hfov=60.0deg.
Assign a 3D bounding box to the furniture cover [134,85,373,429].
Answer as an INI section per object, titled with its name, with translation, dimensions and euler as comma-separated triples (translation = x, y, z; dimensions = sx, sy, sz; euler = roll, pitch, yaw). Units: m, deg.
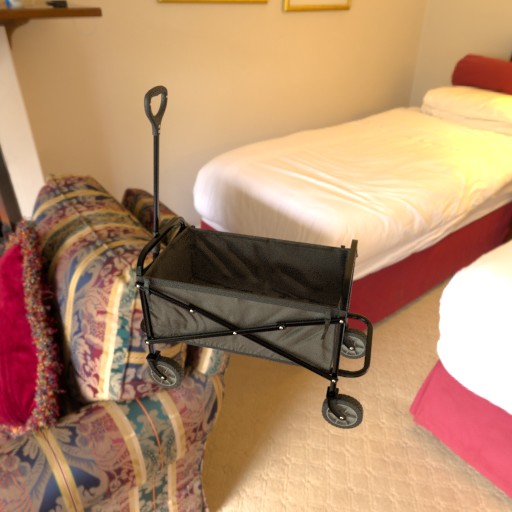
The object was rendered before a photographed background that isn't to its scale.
[furniture cover]
translation = 0.000, 0.000, 1.834
dimensions = 1.038, 1.295, 0.532
euler = 8, 32, 13
